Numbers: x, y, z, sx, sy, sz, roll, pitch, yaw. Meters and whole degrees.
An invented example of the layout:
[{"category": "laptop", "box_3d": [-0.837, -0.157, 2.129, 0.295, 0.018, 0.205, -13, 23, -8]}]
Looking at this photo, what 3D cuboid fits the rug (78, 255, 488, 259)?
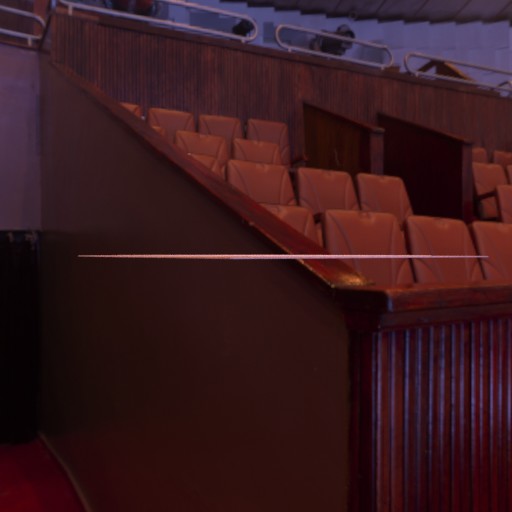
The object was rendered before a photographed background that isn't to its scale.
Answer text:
[{"category": "rug", "box_3d": [0.000, 0.000, 4.119, 2.438, 0.014, 3.048, 0, 0, -35]}]
